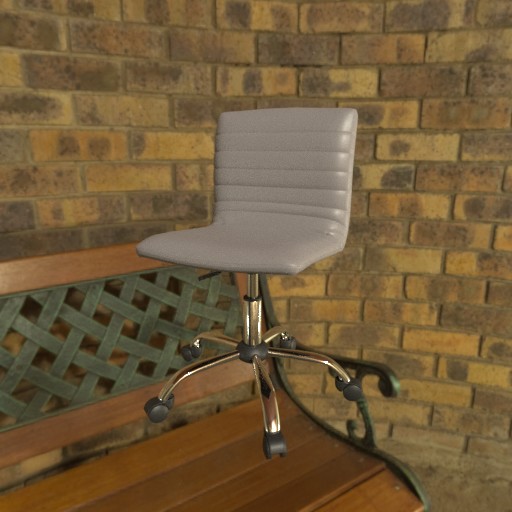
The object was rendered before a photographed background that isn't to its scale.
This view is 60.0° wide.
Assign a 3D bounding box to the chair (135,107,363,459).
[{"bbox_3d":[0.000,0.000,1.142,0.569,0.750,0.542,7,16,25],"label":"chair"}]
